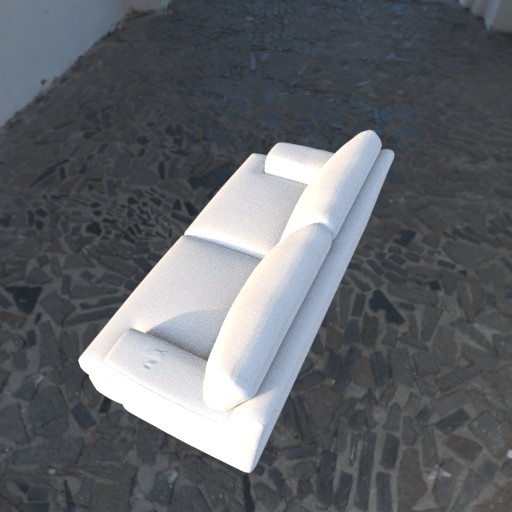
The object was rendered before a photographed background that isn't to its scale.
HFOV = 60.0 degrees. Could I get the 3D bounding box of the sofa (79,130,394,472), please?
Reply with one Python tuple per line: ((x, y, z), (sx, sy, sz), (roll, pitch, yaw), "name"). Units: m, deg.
((0.000, 0.000, 2.843), (1.143, 0.940, 2.261), (20, 50, 17), "sofa")
